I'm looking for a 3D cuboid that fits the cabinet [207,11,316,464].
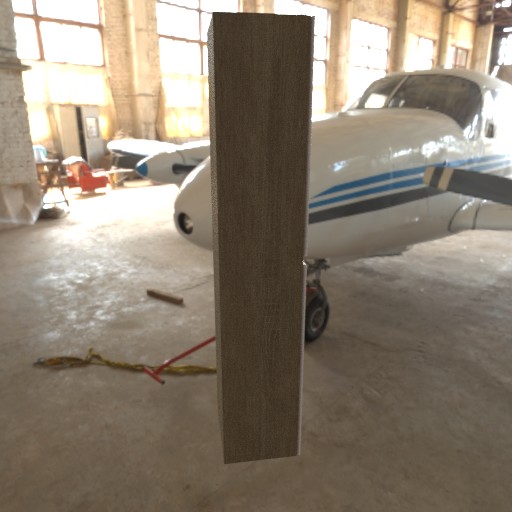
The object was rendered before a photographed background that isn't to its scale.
[{"bbox_3d":[0.000,0.000,1.489,0.270,1.400,0.300,-3,17,-9],"label":"cabinet"}]
